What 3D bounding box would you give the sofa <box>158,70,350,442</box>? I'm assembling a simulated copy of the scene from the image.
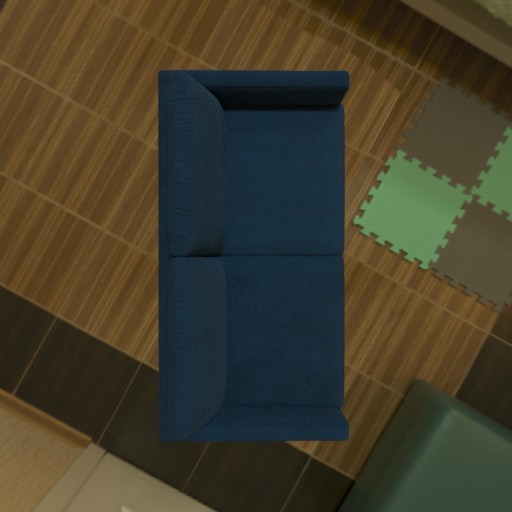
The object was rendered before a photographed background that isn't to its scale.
[{"bbox_3d":[0.000,0.000,2.171,0.875,0.817,1.676,0,90,-1],"label":"sofa"}]
